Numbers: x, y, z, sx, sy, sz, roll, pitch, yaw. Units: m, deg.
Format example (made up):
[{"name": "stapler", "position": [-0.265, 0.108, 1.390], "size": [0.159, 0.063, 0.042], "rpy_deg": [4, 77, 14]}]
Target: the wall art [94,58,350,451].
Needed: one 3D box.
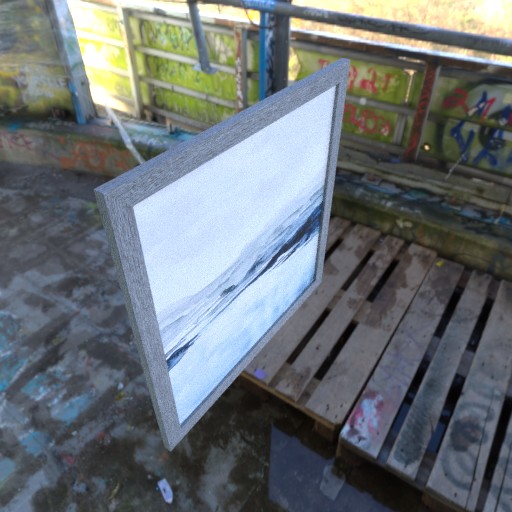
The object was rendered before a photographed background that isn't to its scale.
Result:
[{"name": "wall art", "position": [0.000, 0.000, 0.999], "size": [0.020, 0.685, 0.685], "rpy_deg": [25, 46, 27]}]
